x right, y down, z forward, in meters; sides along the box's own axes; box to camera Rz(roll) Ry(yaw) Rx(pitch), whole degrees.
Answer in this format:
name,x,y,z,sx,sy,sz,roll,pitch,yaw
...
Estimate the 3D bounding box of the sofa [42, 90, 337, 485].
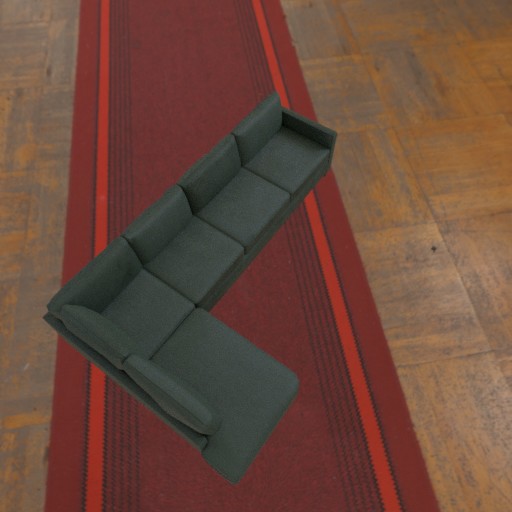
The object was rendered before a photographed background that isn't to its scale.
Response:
name,x,y,z,sx,sy,sz,roll,pitch,yaw
sofa,0.000,0.000,4.287,2.048,0.996,3.384,32,64,18
